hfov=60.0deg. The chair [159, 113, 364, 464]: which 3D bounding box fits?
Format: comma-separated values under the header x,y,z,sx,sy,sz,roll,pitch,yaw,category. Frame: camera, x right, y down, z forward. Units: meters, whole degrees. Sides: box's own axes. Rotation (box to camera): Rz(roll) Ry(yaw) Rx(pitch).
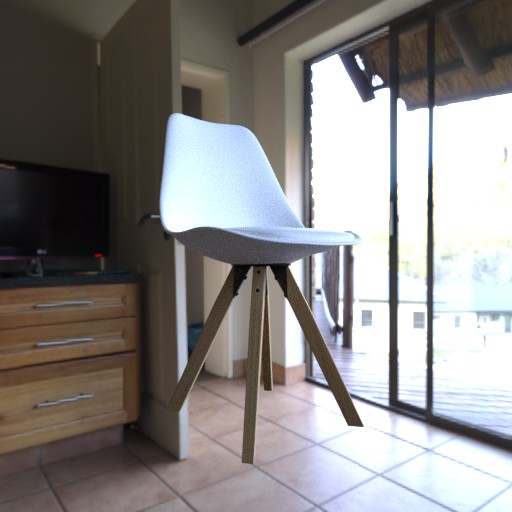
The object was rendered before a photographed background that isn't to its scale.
x,y,z,sx,sy,sz,roll,pitch,yaw,category
0.000,0.000,1.183,0.485,0.849,0.550,0,0,-36,chair
